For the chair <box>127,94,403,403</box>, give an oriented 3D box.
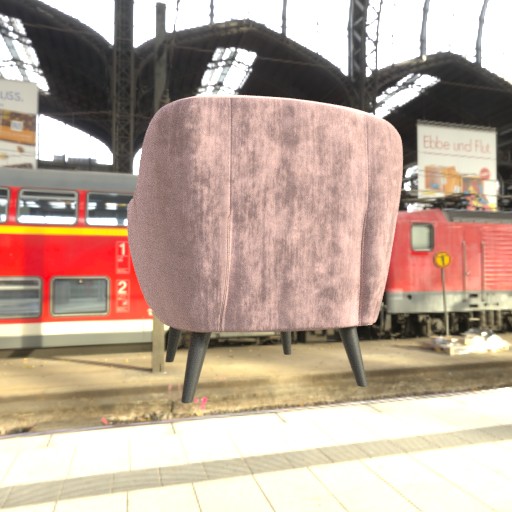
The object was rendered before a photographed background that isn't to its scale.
[{"bbox_3d":[0.000,0.000,1.531,0.840,0.820,0.820,1,-2,-18],"label":"chair"}]
